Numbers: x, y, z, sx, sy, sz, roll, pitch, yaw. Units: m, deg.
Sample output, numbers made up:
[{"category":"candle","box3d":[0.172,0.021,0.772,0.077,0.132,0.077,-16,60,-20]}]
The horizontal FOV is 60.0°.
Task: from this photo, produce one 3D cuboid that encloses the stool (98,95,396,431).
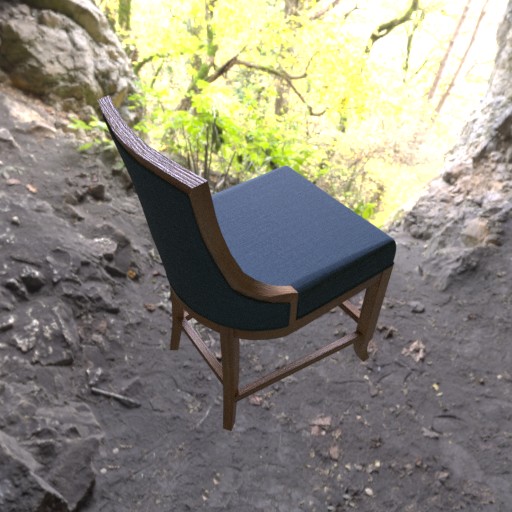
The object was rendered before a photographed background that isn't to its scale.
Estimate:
[{"category":"stool","box3d":[0.000,0.000,1.299,0.626,0.938,0.524,-26,48,-25]}]
